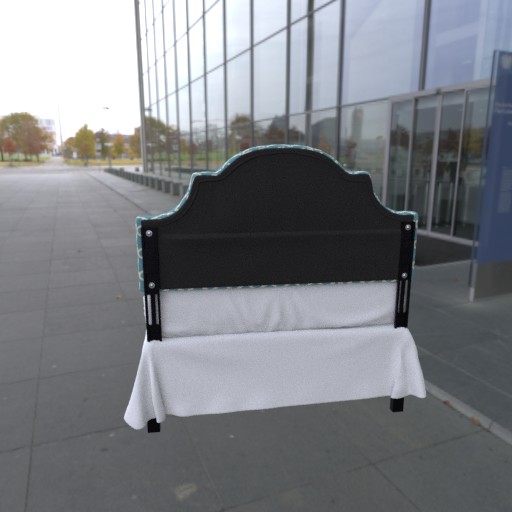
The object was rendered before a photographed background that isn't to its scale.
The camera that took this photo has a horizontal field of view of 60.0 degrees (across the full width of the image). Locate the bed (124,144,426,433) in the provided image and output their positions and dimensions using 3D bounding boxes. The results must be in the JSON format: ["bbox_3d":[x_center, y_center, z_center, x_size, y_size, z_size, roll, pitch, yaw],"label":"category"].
[{"bbox_3d":[0.000,0.000,3.448,1.780,1.633,2.222,-2,13,-8],"label":"bed"}]
